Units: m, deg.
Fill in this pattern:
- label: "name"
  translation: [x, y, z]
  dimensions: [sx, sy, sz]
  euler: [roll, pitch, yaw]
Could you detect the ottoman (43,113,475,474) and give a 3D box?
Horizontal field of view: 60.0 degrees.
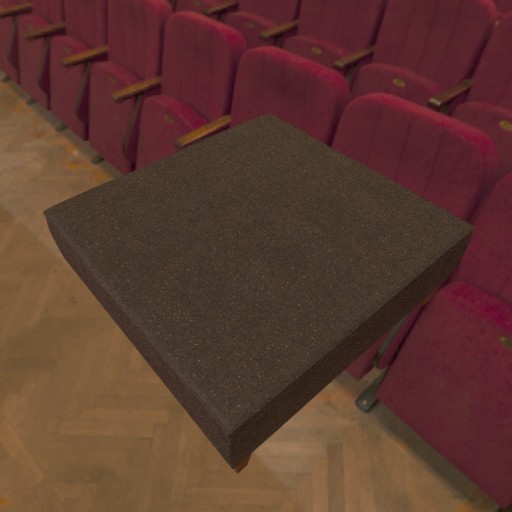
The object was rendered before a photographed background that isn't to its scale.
- label: "ottoman"
  translation: [0.000, 0.000, 1.525]
  dimensions: [1.004, 0.382, 0.968]
  euler: [-32, 54, -27]
